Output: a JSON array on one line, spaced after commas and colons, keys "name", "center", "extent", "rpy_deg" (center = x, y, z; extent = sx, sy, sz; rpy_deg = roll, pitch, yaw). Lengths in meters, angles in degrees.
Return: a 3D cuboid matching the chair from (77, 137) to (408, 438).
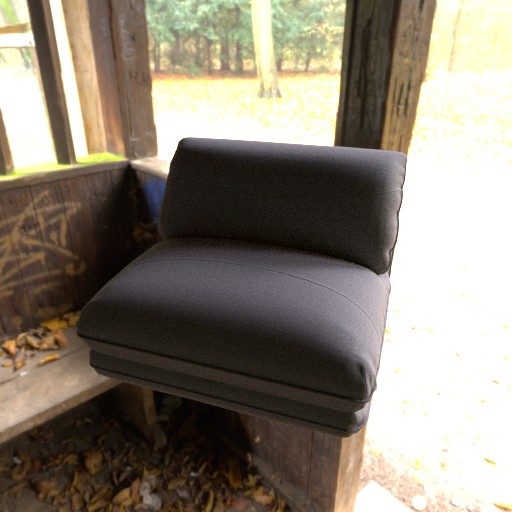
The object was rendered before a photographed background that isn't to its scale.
[{"name": "chair", "center": [0.000, 0.000, 1.364], "extent": [0.820, 0.580, 0.780], "rpy_deg": [9, 27, 17]}]
